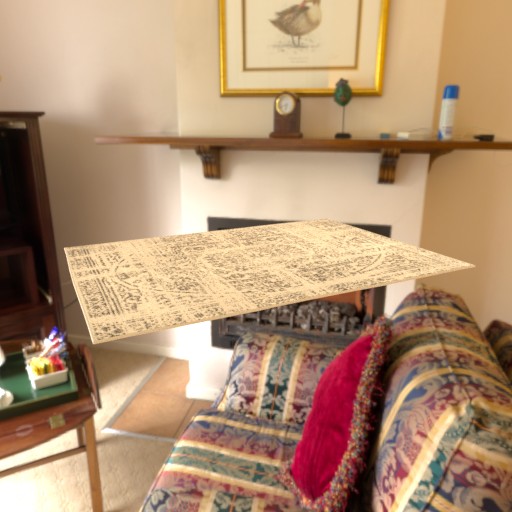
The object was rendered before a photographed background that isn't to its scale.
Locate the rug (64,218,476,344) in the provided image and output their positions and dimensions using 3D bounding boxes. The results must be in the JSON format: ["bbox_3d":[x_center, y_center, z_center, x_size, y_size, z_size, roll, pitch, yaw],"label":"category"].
[{"bbox_3d":[0.000,0.000,3.161,2.438,0.026,1.706,-8,19,-25],"label":"rug"}]
